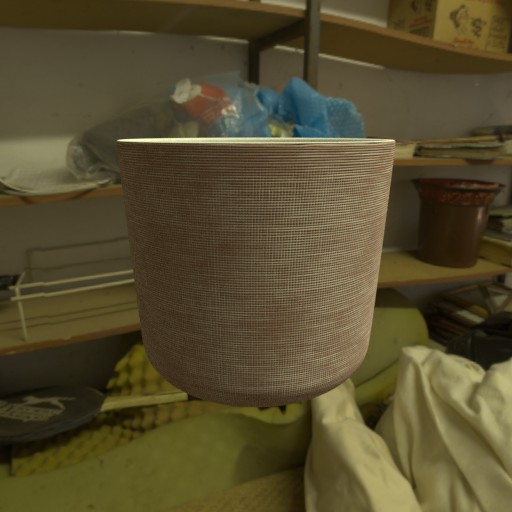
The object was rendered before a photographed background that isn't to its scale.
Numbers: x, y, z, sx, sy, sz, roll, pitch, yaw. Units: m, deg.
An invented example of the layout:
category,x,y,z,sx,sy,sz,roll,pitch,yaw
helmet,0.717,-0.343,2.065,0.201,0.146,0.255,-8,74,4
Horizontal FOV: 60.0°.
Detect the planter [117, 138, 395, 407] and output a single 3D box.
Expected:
category,x,y,z,sx,sy,sz,roll,pitch,yaw
planter,0.000,0.000,0.783,0.440,0.398,0.440,0,16,0
